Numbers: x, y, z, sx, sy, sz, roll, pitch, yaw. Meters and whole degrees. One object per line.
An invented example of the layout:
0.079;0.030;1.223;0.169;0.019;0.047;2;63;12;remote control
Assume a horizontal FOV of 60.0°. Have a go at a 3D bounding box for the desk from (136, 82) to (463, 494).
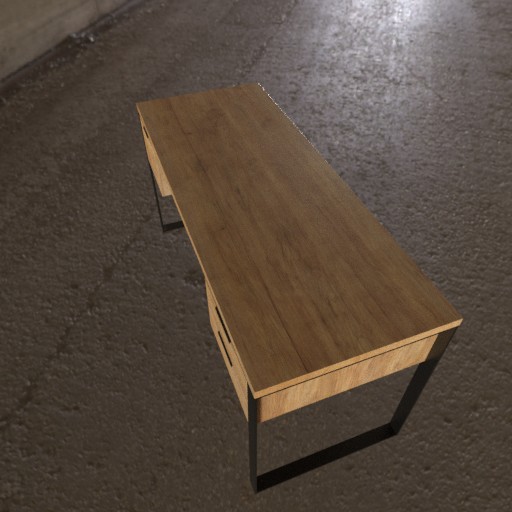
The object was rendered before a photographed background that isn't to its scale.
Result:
0.000;0.000;1.872;0.600;0.760;1.520;-15;48;-14;desk
